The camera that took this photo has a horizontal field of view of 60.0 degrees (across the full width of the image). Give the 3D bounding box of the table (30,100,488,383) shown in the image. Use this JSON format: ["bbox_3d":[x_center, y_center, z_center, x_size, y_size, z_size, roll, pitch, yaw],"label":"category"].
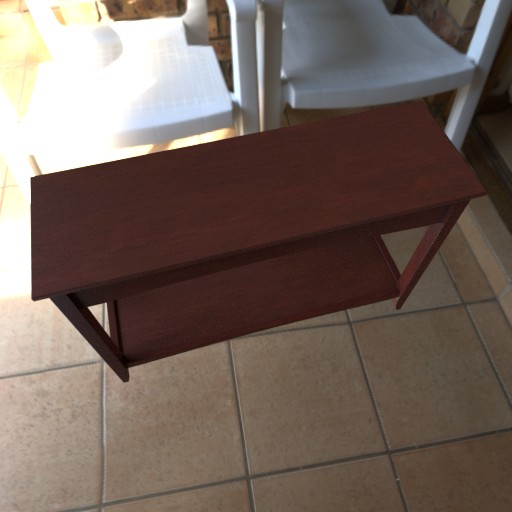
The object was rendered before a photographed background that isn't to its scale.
[{"bbox_3d":[0.000,0.000,1.519,1.188,0.739,0.392,-13,59,-8],"label":"table"}]
